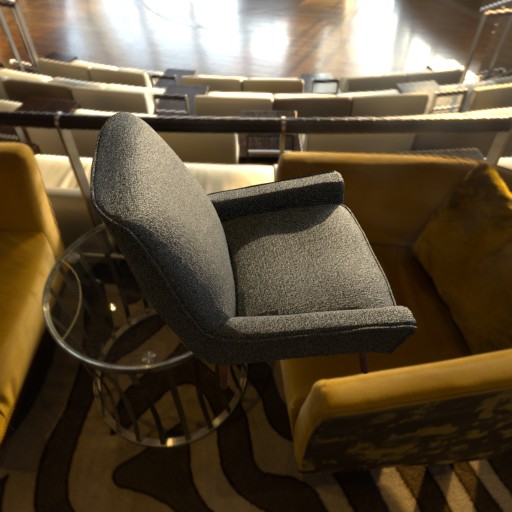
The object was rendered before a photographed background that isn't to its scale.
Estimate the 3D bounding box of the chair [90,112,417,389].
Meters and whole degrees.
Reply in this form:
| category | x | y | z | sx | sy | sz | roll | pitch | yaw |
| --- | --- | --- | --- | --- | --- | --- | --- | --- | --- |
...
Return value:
| category | x | y | z | sx | sy | sz | roll | pitch | yaw |
| --- | --- | --- | --- | --- | --- | --- | --- | --- | --- |
| chair | 0.000 | 0.000 | 1.493 | 0.859 | 0.883 | 0.763 | -8 | 47 | -7 |
